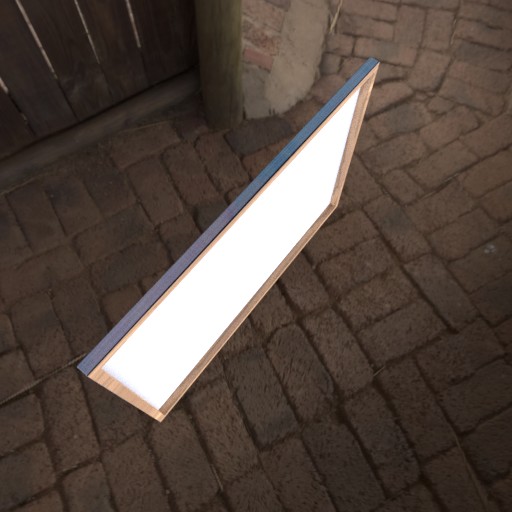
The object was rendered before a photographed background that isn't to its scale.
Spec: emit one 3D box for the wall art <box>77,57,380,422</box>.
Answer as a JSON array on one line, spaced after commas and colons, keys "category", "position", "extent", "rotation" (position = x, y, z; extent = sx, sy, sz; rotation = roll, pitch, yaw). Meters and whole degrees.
[{"category": "wall art", "position": [0.000, 0.000, 1.424], "extent": [0.034, 0.756, 1.137], "rotation": [34, 68, 16]}]
